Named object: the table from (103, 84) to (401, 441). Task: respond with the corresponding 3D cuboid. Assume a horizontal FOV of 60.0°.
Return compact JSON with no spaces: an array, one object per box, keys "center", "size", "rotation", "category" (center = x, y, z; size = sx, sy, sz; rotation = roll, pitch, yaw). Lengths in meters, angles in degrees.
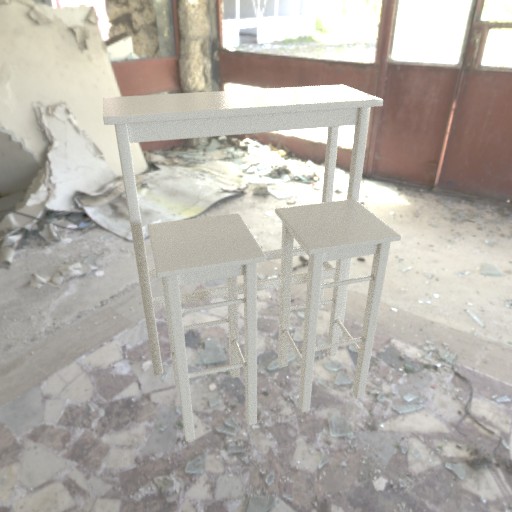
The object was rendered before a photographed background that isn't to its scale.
[{"center":[0.000,0.000,1.652],"size":[0.915,1.065,0.650],"rotation":[-9,31,-14],"category":"table"}]
